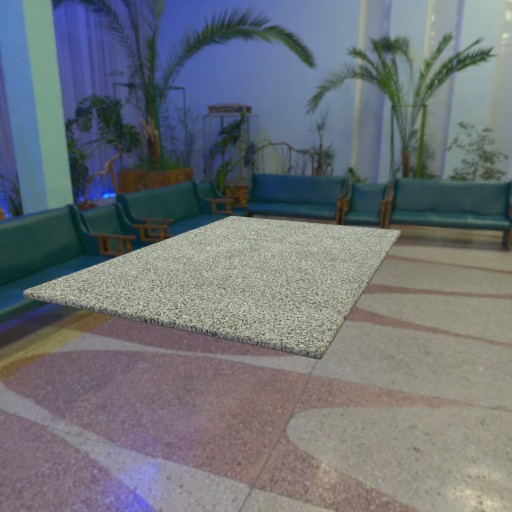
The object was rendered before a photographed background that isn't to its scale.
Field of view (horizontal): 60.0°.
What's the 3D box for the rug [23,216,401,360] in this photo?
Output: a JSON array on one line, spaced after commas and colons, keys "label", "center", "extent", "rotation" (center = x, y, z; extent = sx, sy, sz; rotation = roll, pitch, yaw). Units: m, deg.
[{"label": "rug", "center": [0.000, 0.000, 2.277], "extent": [1.219, 0.030, 1.778], "rotation": [7, 17, 23]}]
